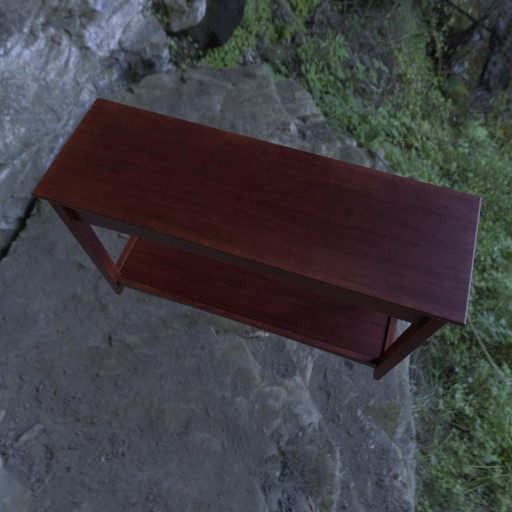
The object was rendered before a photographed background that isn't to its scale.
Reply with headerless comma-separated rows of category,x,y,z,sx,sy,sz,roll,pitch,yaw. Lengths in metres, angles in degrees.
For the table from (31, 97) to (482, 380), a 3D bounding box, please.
table,0.000,0.000,1.554,1.188,0.739,0.392,17,64,8
